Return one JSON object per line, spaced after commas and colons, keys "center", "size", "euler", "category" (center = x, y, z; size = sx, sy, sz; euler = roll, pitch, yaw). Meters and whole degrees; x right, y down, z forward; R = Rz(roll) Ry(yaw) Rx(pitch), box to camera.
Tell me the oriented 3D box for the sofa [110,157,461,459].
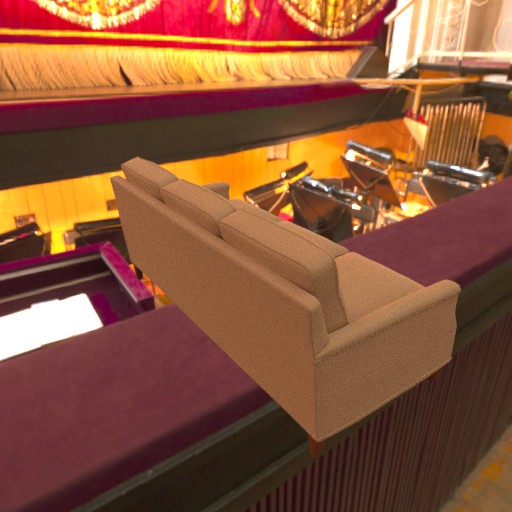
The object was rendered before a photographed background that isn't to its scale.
{"center": [0.000, 0.000, 2.830], "size": [1.084, 1.003, 2.246], "euler": [-17, 31, -32], "category": "sofa"}
